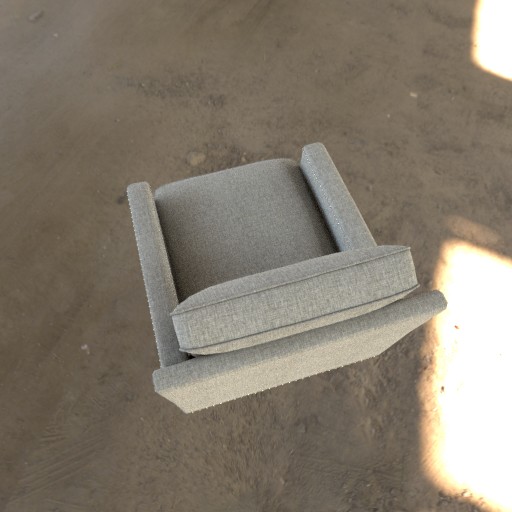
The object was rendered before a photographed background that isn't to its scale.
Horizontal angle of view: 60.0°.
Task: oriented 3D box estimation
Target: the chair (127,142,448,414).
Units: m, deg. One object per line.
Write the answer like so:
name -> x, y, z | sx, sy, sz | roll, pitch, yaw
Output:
chair -> 0.000, 0.000, 1.721 | 0.853, 0.943, 1.014 | -14, 60, -9
